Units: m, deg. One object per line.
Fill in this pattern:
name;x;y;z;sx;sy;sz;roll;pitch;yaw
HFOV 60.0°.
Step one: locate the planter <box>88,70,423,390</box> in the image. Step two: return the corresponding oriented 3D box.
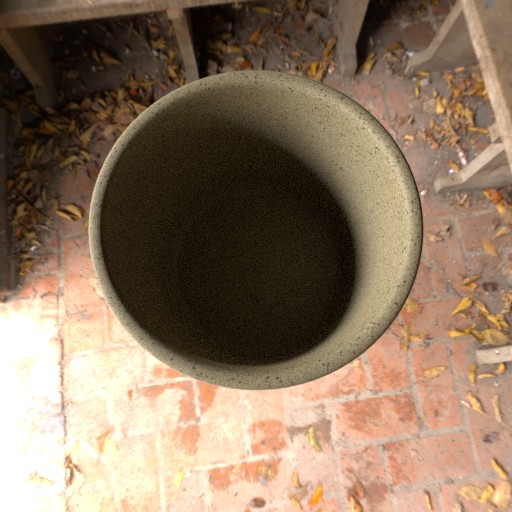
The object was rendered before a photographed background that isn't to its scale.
planter;0.000;0.000;0.414;0.228;0.235;0.228;0;76;0
